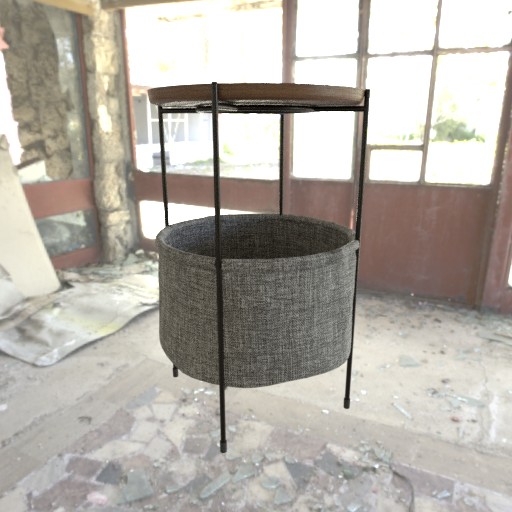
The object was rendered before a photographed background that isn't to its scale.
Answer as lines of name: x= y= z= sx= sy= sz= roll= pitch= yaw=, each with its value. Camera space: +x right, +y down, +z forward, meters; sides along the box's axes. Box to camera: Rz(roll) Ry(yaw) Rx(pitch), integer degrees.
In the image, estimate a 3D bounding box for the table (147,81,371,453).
table: x=0.000 y=0.000 z=0.893 sx=0.400 sy=0.623 sz=0.400 roll=-8 pitch=18 yaw=-26
